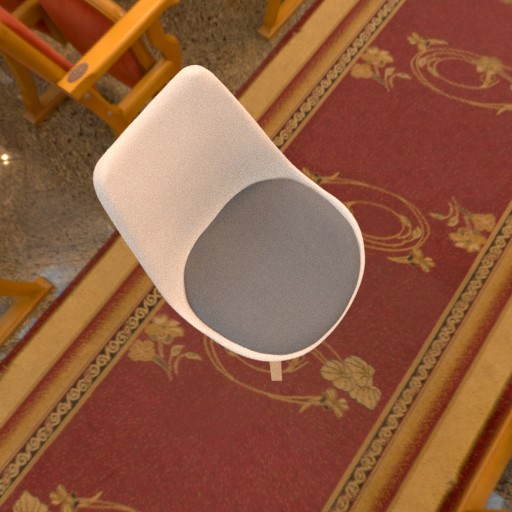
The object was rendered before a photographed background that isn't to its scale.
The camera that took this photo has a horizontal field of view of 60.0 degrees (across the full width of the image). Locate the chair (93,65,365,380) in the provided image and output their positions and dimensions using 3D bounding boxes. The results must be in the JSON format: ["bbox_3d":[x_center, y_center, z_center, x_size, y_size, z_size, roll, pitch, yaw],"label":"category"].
[{"bbox_3d":[0.000,0.000,1.173,0.550,0.850,0.485,36,78,9],"label":"chair"}]
